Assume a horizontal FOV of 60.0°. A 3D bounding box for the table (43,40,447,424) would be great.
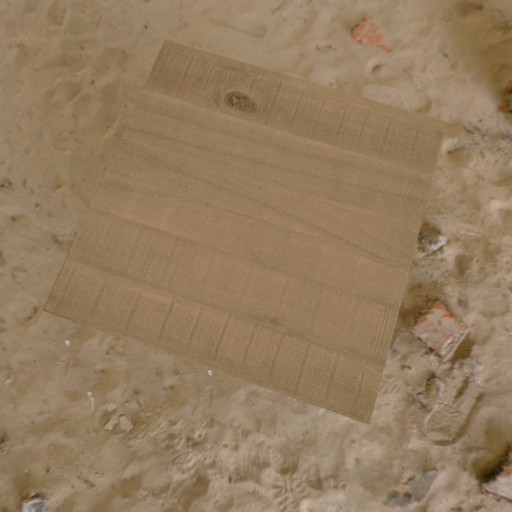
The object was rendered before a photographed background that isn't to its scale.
[{"bbox_3d":[0.000,0.000,0.988,0.507,0.589,0.503,18,77,4],"label":"table"}]
